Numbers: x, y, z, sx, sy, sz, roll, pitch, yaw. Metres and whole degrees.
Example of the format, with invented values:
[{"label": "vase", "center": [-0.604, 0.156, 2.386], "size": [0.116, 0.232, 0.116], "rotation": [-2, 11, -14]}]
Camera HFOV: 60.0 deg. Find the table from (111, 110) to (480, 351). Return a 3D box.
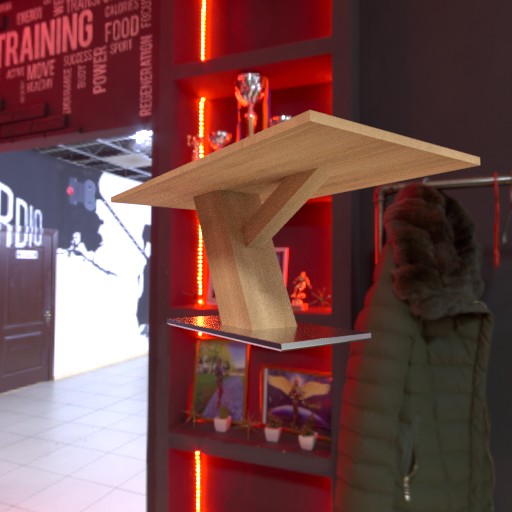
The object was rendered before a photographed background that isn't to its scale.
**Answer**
[{"label": "table", "center": [0.000, 0.000, 2.217], "size": [0.900, 0.750, 1.800], "rotation": [1, -2, -35]}]
